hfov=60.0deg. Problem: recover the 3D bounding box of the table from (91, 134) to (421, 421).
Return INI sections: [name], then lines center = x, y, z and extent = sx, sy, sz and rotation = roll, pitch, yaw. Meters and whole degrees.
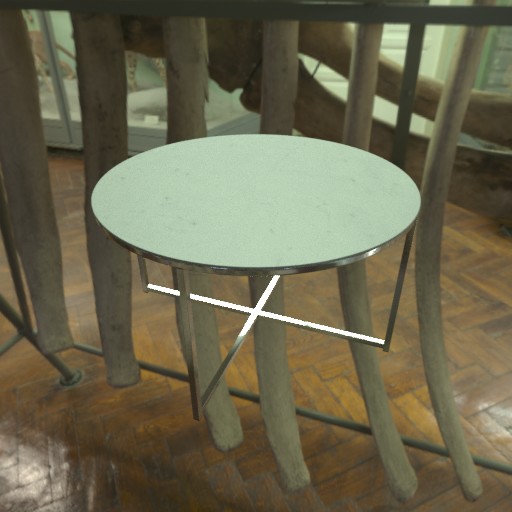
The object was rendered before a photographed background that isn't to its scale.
[table]
center = 0.000, 0.000, 1.244
extent = 0.800, 0.450, 0.800
rotation = 0, 32, 0
